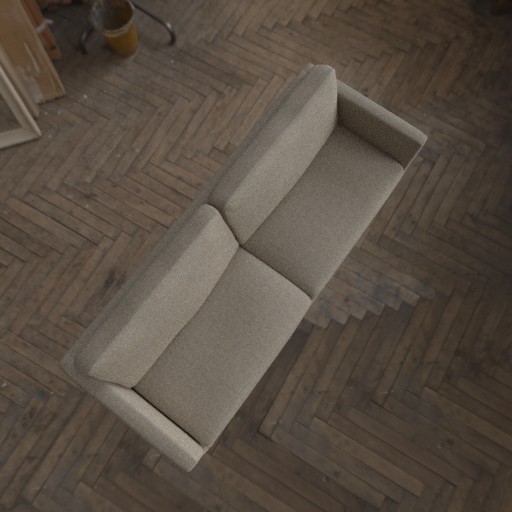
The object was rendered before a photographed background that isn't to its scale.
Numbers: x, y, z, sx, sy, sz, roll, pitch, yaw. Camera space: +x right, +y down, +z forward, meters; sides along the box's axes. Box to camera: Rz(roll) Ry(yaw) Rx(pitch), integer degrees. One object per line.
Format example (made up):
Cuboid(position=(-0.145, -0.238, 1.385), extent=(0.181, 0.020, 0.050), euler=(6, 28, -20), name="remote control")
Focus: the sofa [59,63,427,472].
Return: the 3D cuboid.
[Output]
Cuboid(position=(0.000, 0.000, 2.848), extent=(0.951, 0.965, 2.434), euler=(36, 78, 9), name="sofa")
